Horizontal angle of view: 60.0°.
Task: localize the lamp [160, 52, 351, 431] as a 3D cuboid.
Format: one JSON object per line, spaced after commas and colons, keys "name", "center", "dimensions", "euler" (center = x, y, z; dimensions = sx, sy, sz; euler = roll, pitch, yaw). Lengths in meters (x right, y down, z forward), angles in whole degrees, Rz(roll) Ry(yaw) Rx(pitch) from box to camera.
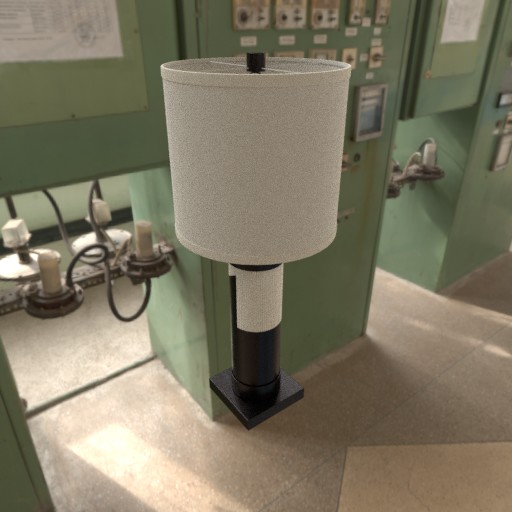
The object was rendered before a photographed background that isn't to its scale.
{"name": "lamp", "center": [0.000, 0.000, 0.609], "dimensions": [0.211, 0.509, 0.211], "euler": [-19, 34, -32]}
